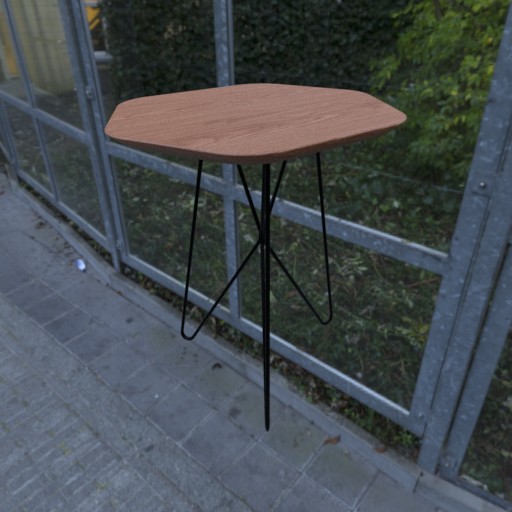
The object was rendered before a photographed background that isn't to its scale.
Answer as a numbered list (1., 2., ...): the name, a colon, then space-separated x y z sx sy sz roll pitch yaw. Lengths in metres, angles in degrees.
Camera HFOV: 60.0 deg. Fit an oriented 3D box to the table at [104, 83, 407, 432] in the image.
1. table: 0.000 0.000 0.870 0.500 0.562 0.400 -21 36 -31
